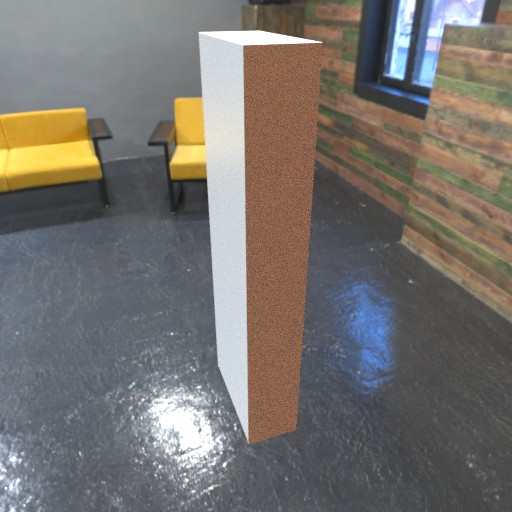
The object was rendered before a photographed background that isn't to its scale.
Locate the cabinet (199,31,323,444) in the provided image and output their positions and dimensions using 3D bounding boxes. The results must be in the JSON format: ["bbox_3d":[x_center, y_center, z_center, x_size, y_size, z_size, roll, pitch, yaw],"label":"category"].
[{"bbox_3d":[0.000,0.000,1.833,0.255,1.630,0.520,-10,32,-17],"label":"cabinet"}]
